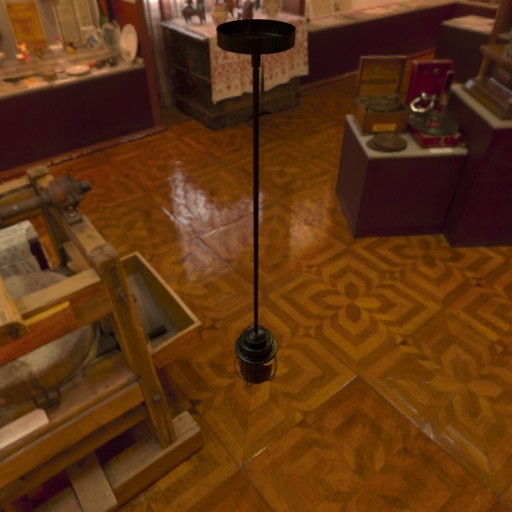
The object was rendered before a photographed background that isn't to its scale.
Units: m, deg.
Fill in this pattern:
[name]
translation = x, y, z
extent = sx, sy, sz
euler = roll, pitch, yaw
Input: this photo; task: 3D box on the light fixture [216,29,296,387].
[light fixture]
translation = 0.000, 0.000, 0.982
extent = 0.123, 0.920, 0.123
euler = -25, 46, -27
